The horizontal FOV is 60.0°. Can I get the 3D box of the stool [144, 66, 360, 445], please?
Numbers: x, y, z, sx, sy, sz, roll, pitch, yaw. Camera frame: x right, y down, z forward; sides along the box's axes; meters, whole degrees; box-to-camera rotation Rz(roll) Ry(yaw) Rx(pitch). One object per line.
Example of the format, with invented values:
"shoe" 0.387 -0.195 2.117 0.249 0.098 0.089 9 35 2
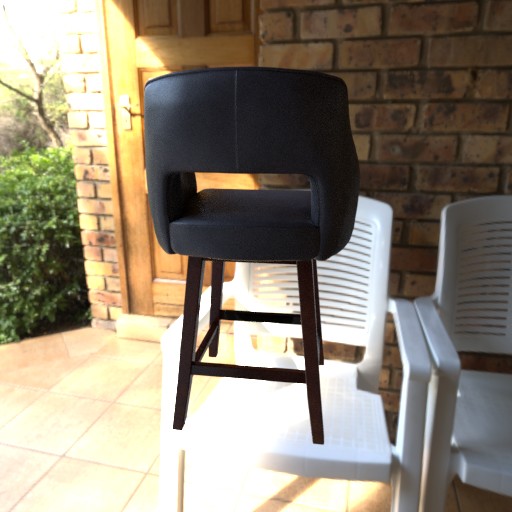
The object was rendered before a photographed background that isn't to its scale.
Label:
"stool" 0.000 0.000 1.262 0.550 0.936 0.560 2 17 8
